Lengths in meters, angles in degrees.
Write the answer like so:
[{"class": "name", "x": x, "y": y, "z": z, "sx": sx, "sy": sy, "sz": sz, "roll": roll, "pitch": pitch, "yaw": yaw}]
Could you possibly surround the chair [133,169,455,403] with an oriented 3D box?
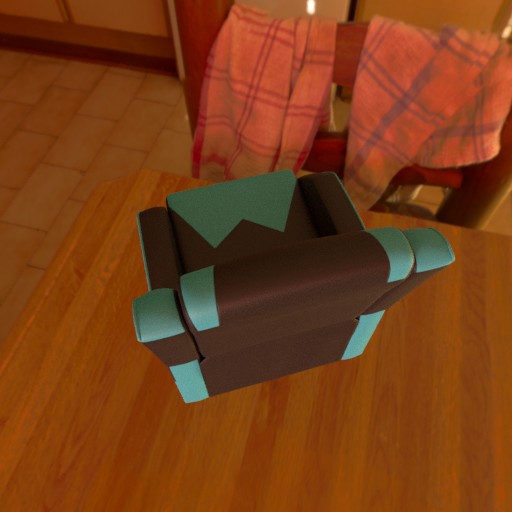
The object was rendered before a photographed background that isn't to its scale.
[{"class": "chair", "x": 0.000, "y": 0.000, "z": 1.271, "sx": 0.620, "sy": 0.805, "sz": 0.672, "roll": -13, "pitch": 58, "yaw": -8}]
